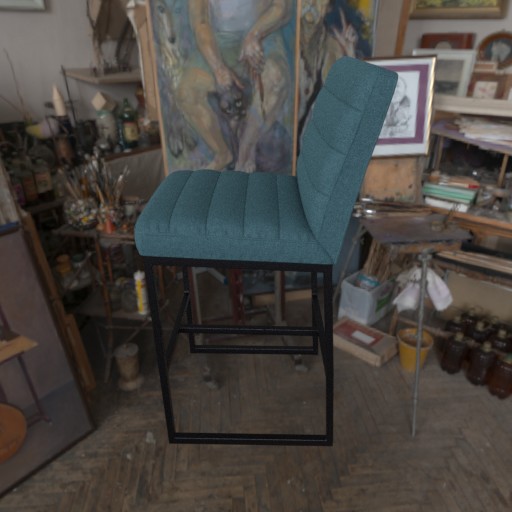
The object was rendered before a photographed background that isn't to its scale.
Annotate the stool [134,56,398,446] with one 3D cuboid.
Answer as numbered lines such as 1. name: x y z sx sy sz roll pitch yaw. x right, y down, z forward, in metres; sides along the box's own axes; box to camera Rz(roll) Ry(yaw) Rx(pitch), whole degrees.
1. stool: 0.000 0.000 1.277 0.560 1.040 0.460 1 27 1
